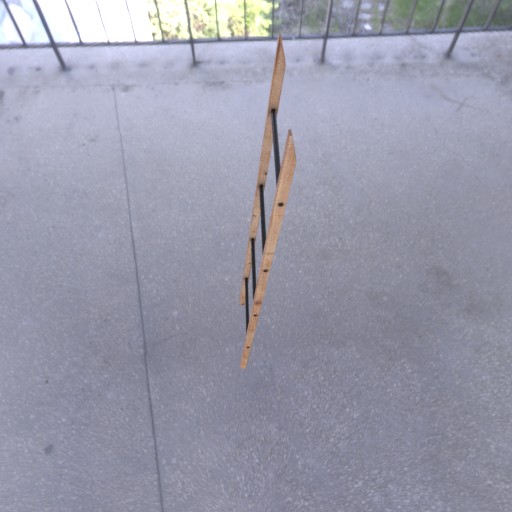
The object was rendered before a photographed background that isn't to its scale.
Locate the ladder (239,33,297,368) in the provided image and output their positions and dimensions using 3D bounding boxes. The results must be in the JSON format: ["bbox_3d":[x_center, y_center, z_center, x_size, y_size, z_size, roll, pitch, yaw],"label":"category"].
[{"bbox_3d":[0.000,0.000,1.969,0.200,1.805,0.442,-2,58,-1],"label":"ladder"}]
